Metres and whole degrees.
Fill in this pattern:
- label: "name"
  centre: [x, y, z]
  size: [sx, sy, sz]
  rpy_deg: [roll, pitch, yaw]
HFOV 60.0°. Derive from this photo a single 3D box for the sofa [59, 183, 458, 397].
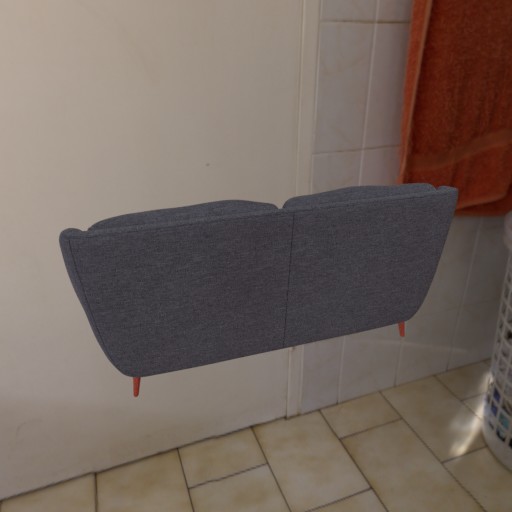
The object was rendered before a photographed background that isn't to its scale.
- label: "sofa"
  centre: [0.000, 0.000, 2.458]
  size: [1.929, 0.896, 0.975]
  rpy_deg: [-8, 27, -17]
